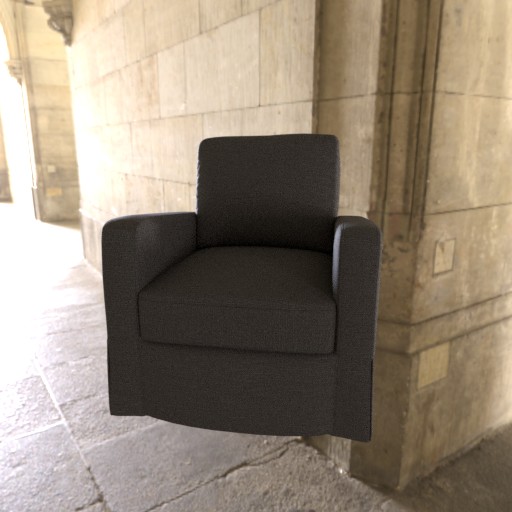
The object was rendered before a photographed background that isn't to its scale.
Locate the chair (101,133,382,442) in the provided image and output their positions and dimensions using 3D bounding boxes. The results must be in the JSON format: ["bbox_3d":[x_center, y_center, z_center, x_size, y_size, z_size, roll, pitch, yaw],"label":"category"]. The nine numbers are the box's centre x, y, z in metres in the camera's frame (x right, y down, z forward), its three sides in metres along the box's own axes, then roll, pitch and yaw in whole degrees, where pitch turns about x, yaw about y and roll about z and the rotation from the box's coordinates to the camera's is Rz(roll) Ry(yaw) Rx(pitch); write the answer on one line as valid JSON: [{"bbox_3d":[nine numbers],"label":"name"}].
[{"bbox_3d":[0.000,0.000,1.582,0.798,0.855,0.863,2,14,9],"label":"chair"}]
